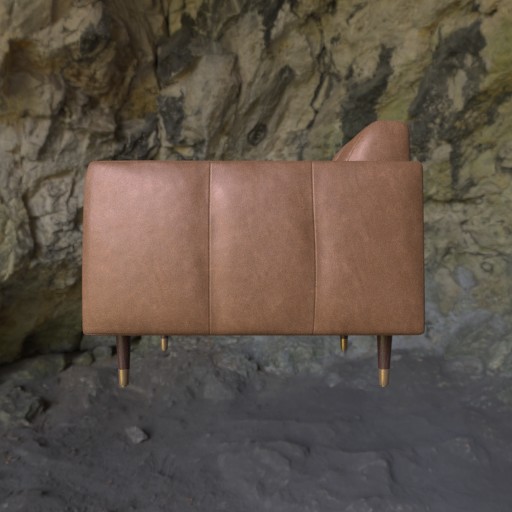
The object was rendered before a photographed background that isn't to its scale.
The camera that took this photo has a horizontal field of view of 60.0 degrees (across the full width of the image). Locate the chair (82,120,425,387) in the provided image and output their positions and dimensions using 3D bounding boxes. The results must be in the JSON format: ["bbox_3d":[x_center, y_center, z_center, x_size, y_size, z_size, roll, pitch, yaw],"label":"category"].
[{"bbox_3d":[0.000,0.000,1.680,0.998,0.819,0.953,0,-2,0],"label":"chair"}]
